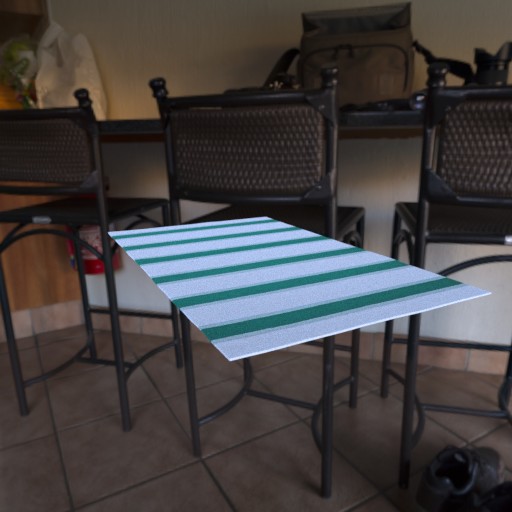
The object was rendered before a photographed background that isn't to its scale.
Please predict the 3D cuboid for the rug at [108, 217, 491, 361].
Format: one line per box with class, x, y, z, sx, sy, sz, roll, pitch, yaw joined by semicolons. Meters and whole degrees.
rug;0.000;0.000;3.021;1.521;0.015;2.436;-8;18;-27
